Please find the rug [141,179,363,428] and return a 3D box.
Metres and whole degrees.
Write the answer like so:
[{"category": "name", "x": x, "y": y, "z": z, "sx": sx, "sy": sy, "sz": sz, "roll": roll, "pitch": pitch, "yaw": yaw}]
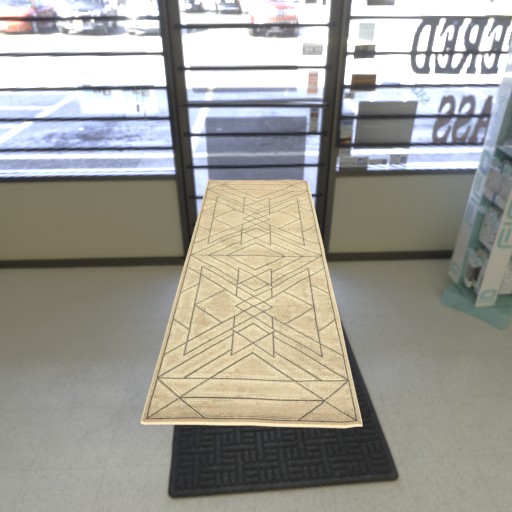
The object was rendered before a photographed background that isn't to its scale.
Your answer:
[{"category": "rug", "x": 0.000, "y": 0.000, "z": 2.650, "sx": 0.831, "sy": 0.036, "sz": 2.381, "roll": 0, "pitch": 32, "yaw": 1}]
